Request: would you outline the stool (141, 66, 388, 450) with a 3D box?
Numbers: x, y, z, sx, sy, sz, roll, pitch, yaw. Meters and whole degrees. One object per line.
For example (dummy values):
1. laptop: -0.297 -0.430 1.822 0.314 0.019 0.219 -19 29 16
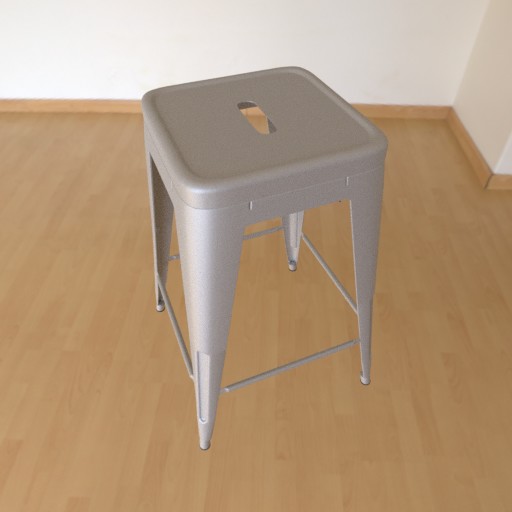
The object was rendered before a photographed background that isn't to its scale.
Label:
1. stool: 0.000 0.000 0.886 0.410 0.608 0.410 -16 47 -16
